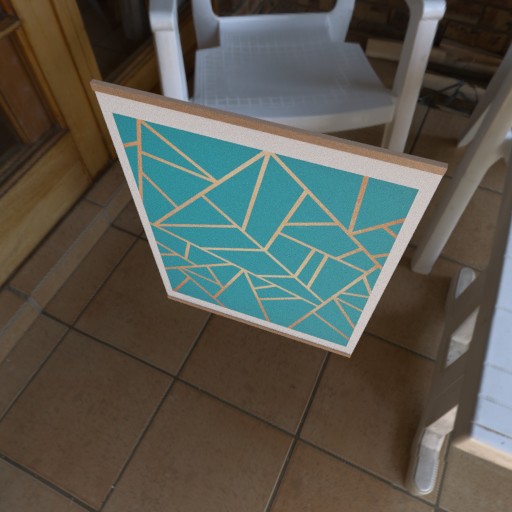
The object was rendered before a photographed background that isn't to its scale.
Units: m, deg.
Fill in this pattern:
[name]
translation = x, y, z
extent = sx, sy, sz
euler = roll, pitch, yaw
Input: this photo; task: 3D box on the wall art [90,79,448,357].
[wall art]
translation = 0.000, 0.000, 1.323
extent = 0.758, 1.016, 0.013
euler = 17, 59, 10
